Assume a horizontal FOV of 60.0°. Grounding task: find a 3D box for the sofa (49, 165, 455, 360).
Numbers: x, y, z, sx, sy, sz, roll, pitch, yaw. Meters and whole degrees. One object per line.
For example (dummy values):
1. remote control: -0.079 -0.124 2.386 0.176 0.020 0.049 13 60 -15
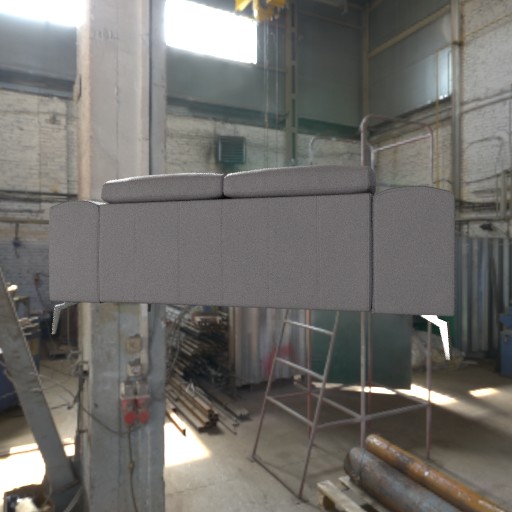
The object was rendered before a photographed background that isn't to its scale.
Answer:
1. sofa: 0.000 0.000 2.396 1.895 0.779 1.003 0 0 17
